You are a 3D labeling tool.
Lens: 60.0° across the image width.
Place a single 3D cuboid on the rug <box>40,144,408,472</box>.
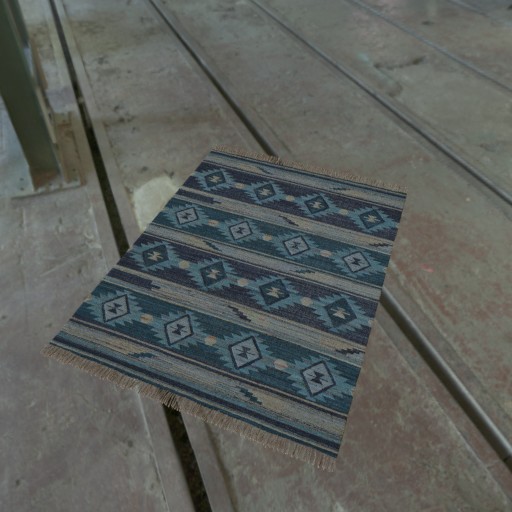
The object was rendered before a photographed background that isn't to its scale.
[{"bbox_3d":[0.000,0.000,4.272,2.418,0.047,3.307,16,48,15],"label":"rug"}]
